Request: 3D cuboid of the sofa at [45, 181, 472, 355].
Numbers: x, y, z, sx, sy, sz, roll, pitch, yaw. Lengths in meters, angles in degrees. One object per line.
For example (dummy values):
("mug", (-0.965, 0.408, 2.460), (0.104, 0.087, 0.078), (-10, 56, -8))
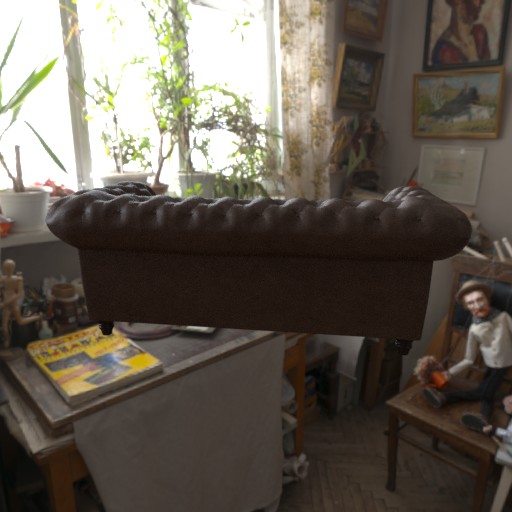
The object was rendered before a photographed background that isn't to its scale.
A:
("sofa", (0.000, 0.000, 2.515), (2.048, 0.784, 0.955), (2, 15, 8))
